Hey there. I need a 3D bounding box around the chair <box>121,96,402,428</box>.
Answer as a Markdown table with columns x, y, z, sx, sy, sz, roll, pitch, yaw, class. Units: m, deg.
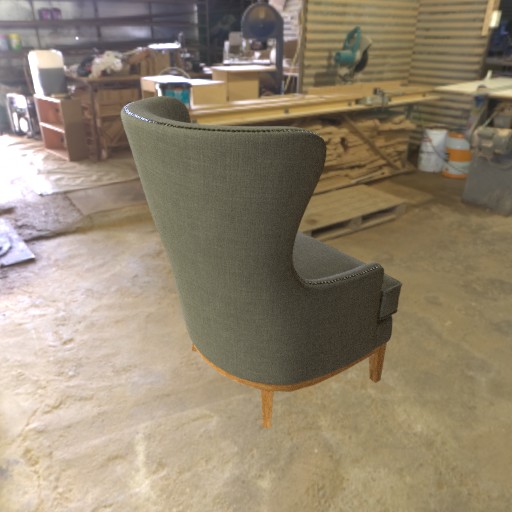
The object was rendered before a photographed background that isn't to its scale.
| x | y | z | sx | sy | sz | roll | pitch | yaw | class |
| --- | --- | --- | --- | --- | --- | --- | --- | --- | --- |
| 0.000 | 0.000 | 1.791 | 0.883 | 1.176 | 0.864 | -18 | 32 | -32 | chair |
